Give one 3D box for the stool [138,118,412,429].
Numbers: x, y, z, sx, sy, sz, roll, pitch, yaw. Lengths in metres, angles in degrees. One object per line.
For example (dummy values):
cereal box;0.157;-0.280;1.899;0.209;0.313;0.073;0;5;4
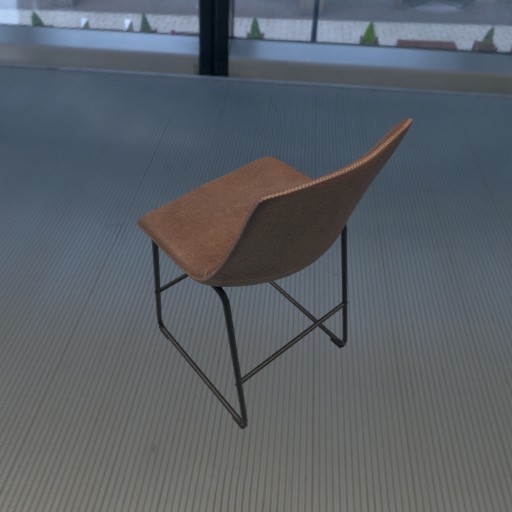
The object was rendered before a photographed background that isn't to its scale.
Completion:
stool;0.000;0.000;1.193;0.460;0.890;0.550;-31;54;-26
